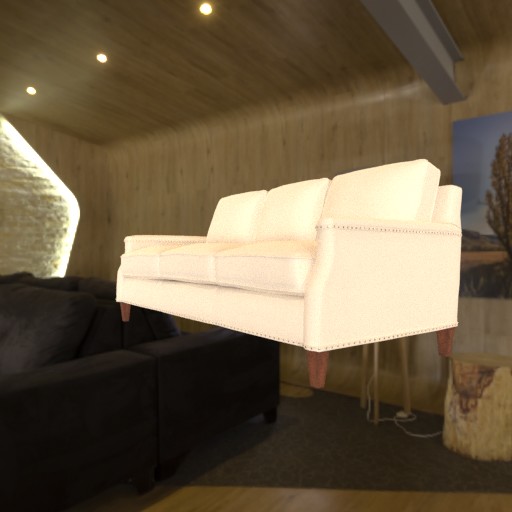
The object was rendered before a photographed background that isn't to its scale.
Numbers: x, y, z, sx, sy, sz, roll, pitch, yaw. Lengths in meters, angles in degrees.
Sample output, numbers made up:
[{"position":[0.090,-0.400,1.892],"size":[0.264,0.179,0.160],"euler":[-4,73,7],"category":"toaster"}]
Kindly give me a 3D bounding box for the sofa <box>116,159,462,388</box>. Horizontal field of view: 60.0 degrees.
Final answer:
[{"position":[0.000,0.000,2.843],"size":[1.084,1.003,2.246],"euler":[0,0,-36],"category":"sofa"}]
